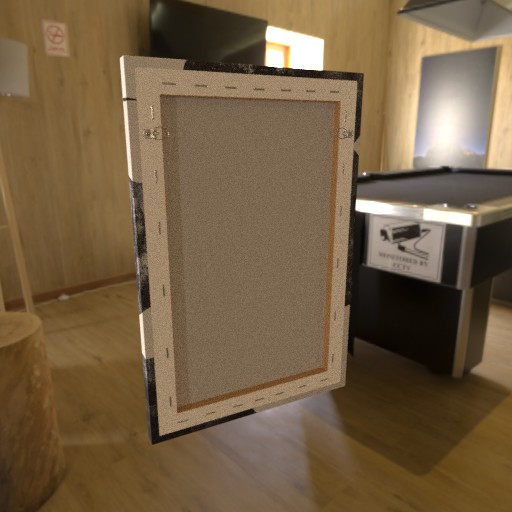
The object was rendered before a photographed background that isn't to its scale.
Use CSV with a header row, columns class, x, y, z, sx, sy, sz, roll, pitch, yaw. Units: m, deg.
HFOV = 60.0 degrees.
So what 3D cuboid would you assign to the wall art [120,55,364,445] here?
class,x,y,z,sx,sy,sz,roll,pitch,yaw
wall art,0.000,0.000,1.152,0.610,0.915,0.041,-8,17,-26
